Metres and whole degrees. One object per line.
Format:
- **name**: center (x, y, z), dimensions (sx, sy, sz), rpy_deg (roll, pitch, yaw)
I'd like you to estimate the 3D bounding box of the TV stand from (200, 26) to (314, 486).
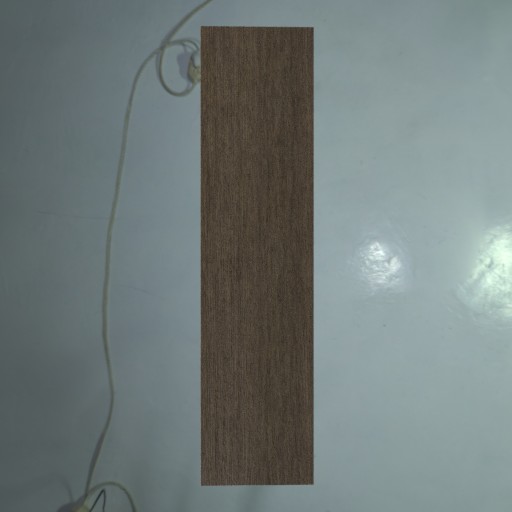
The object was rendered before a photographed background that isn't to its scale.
- **TV stand**: center (0.000, 0.000, 1.636), dimensions (0.366, 0.409, 1.482), rpy_deg (0, 90, -1)
